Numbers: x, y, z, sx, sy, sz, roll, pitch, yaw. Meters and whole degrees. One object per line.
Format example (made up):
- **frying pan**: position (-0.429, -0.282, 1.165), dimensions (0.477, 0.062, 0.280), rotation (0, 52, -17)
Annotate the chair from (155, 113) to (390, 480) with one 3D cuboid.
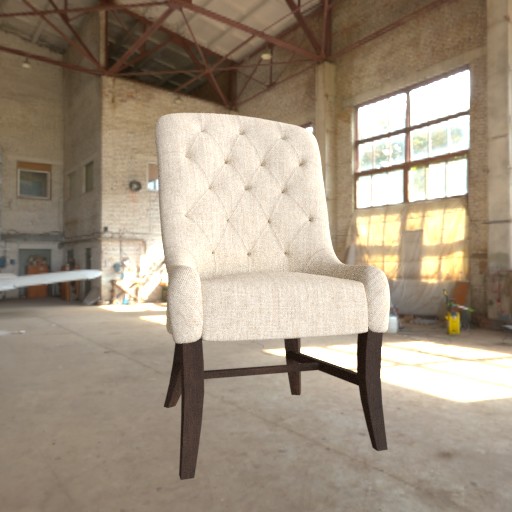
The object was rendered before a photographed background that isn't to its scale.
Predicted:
- **chair**: position (0.000, 0.000, 1.456), dimensions (0.634, 1.091, 0.629), rotation (0, -1, -18)
